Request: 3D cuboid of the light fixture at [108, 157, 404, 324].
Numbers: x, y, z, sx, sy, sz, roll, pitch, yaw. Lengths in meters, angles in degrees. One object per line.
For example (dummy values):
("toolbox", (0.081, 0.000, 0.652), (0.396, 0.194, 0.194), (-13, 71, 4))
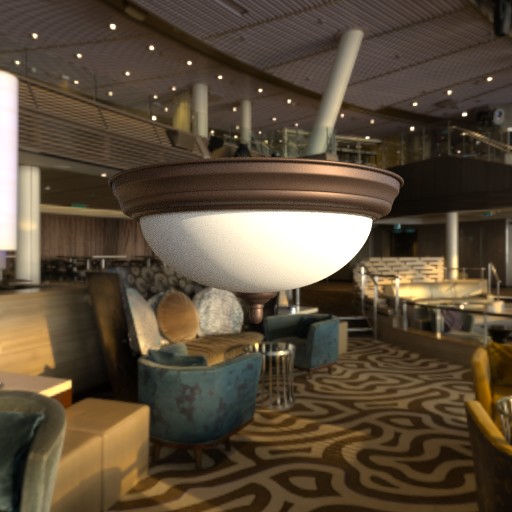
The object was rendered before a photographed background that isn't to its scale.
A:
("light fixture", (0.000, 0.000, 0.442), (0.280, 0.135, 0.280), (0, 0, 0))
